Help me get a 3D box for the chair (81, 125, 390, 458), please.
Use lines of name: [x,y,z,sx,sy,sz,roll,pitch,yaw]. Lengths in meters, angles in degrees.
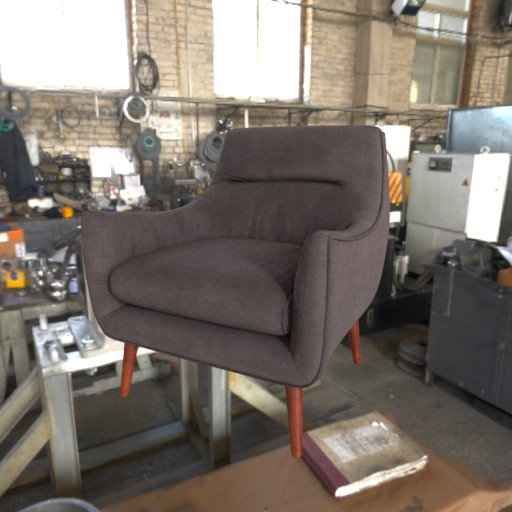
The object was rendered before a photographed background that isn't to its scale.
chair: [0.000,0.000,1.443,0.762,0.838,0.787,7,16,27]
